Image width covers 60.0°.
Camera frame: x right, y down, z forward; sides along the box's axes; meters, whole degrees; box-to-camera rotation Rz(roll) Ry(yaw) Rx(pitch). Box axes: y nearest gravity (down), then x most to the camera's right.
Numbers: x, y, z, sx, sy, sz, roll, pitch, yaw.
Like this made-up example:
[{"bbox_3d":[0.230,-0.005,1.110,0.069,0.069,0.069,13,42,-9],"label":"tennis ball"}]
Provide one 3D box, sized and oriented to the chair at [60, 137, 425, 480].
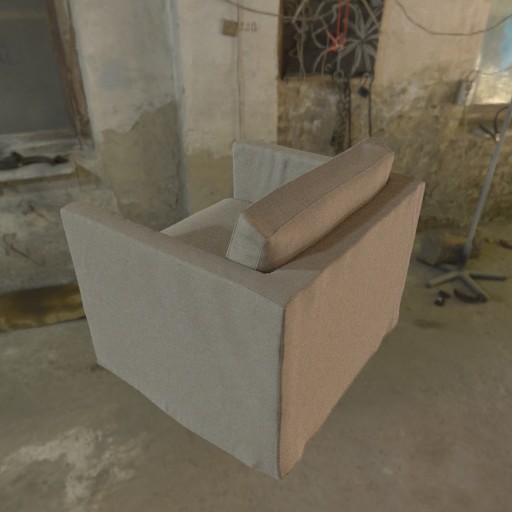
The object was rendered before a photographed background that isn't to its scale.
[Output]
[{"bbox_3d":[0.000,0.000,1.757,0.949,0.863,1.057,21,37,30],"label":"chair"}]
